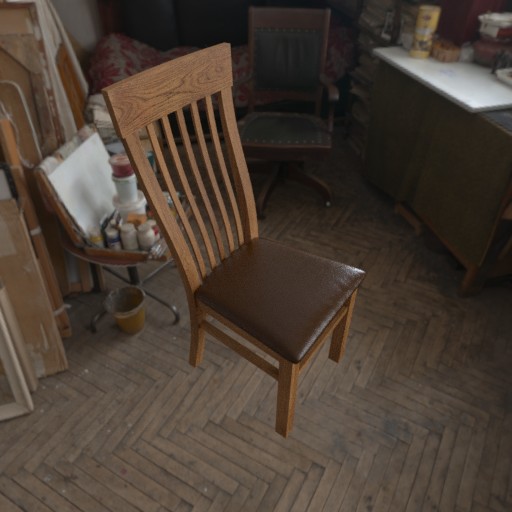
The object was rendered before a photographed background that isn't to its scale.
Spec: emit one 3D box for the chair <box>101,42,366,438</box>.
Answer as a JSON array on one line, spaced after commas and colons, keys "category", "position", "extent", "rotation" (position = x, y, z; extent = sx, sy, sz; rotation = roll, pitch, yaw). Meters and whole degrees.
[{"category": "chair", "position": [0.000, 0.000, 1.375], "extent": [0.580, 1.050, 0.450], "rotation": [25, 47, 26]}]
